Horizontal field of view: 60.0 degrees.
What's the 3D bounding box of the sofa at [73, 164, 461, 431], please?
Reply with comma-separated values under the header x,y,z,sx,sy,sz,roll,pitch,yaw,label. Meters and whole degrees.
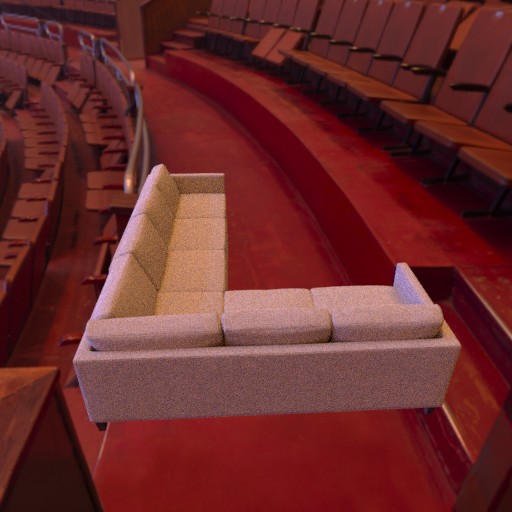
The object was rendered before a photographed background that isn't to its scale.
x,y,z,sx,sy,sz,roll,pitch,yaw,label
0.000,0.000,4.202,2.432,0.863,3.182,-2,31,-3,sofa
